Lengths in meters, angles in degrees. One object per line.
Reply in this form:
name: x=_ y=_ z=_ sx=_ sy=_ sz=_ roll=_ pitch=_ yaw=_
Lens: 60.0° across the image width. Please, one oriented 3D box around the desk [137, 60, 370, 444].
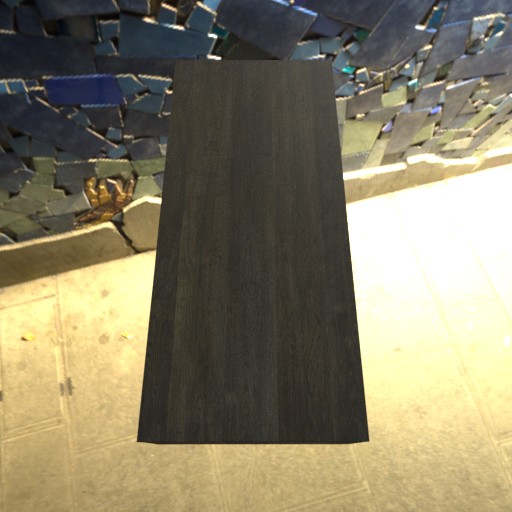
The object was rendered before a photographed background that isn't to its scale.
desk: x=0.000 y=0.000 z=2.038 sx=0.730 sy=0.780 sz=1.600 roll=0 pitch=66 yaw=0
